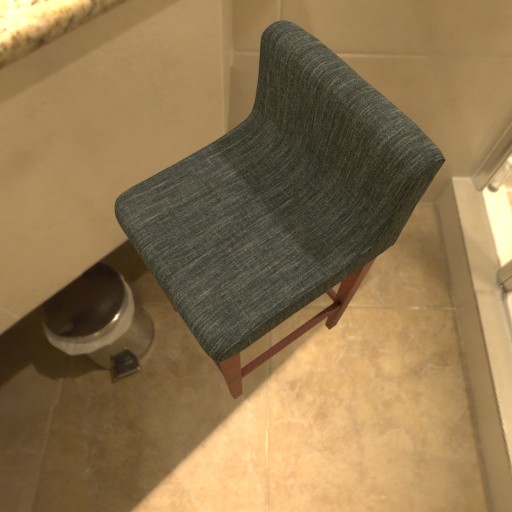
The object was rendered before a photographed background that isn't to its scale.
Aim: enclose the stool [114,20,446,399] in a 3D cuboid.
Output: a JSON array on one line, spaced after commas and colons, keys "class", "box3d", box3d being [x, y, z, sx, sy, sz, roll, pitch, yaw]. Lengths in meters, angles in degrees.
[{"class": "stool", "box3d": [0.000, 0.000, 1.041, 0.459, 0.835, 0.395, -33, 68, -15]}]
